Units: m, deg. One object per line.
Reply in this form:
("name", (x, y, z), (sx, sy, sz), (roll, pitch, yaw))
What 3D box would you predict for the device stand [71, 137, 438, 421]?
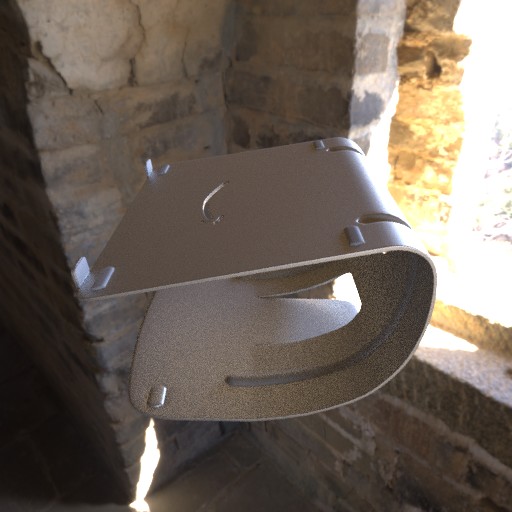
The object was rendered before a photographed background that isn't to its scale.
("device stand", (0.000, 0.000, 0.409), (0.236, 0.155, 0.256), (0, 30, 0))
